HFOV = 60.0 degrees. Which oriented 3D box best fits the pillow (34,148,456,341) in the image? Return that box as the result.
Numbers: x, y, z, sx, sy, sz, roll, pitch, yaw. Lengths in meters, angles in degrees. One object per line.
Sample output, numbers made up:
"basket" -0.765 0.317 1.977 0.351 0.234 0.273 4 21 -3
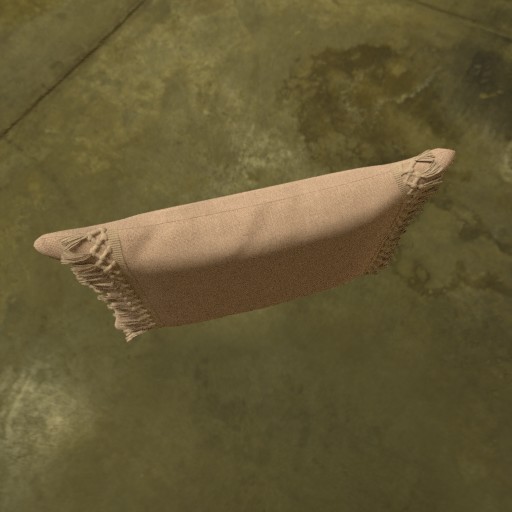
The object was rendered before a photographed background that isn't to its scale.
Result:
"pillow" 0.000 0.000 0.602 0.466 0.305 0.084 -13 65 -6
